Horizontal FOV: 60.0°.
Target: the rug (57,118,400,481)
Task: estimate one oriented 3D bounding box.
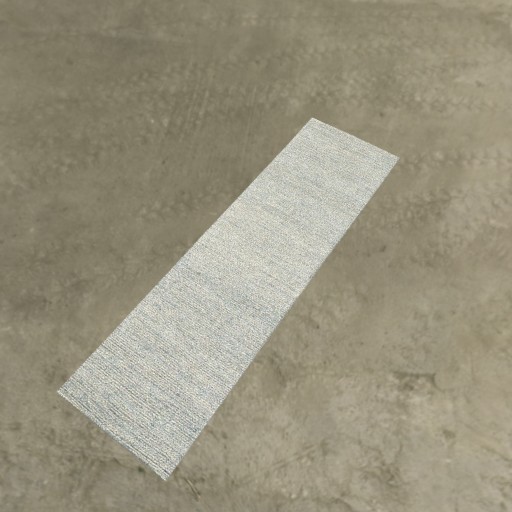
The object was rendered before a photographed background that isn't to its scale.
[{"bbox_3d":[0.000,0.000,2.509,0.675,0.037,2.341,31,63,18],"label":"rug"}]
